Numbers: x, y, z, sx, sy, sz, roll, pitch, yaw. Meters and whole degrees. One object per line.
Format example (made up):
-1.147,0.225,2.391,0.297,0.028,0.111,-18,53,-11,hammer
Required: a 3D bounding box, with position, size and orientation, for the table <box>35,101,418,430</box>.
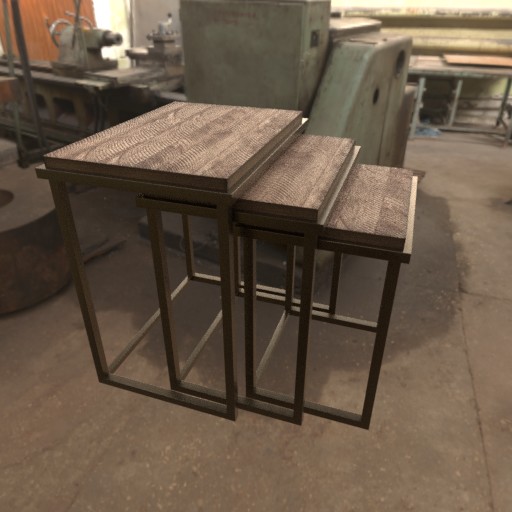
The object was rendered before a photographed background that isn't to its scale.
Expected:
0.000,0.000,1.122,0.706,0.610,0.559,10,32,16,table
